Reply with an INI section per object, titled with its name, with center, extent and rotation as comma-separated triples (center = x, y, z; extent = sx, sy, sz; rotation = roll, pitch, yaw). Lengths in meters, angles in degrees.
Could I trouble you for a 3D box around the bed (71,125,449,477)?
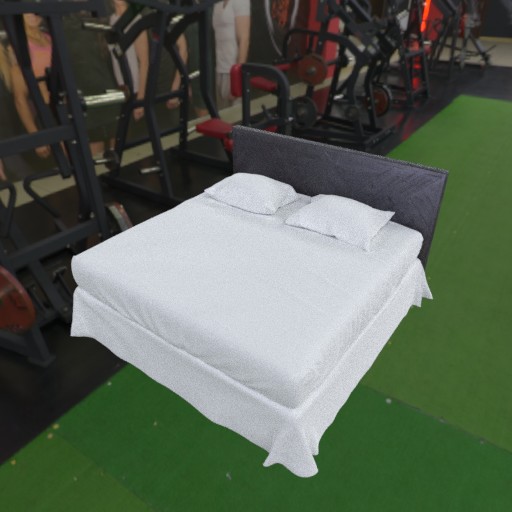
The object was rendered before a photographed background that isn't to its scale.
[bed]
center = 0.000, 0.000, 3.372
extent = 2.255, 1.158, 2.165
rotation = 21, 38, 30
